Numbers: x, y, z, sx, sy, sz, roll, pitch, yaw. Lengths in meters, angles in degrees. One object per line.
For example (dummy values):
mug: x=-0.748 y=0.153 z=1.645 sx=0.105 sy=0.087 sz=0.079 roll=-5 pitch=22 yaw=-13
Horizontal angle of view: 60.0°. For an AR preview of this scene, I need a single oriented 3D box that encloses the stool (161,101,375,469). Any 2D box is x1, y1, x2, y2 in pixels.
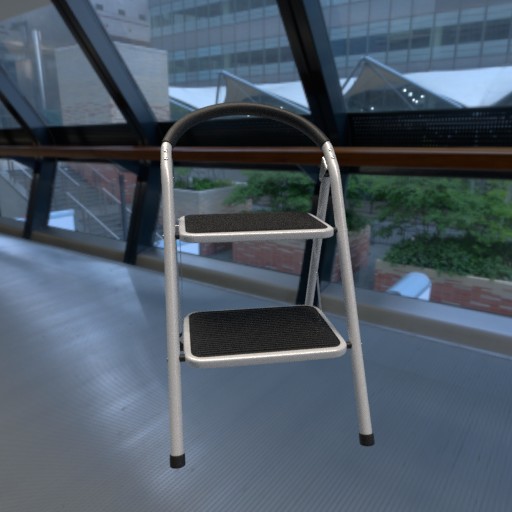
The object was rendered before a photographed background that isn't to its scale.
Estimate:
stool: x=0.000 y=0.000 z=1.107 sx=0.453 sy=0.760 sz=0.559 roll=-3 pitch=16 yaw=-9
